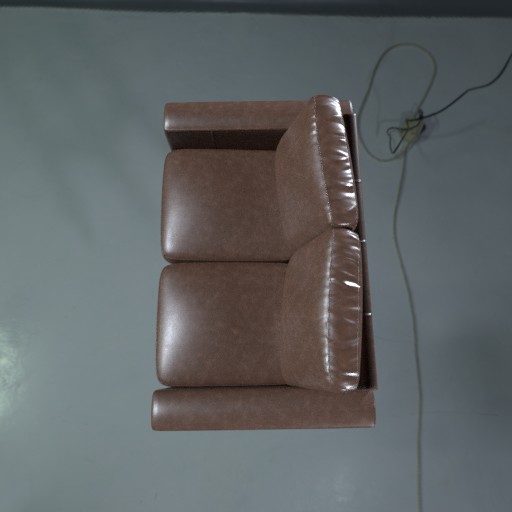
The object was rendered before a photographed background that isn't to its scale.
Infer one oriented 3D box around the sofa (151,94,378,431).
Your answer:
[{"bbox_3d":[0.000,0.000,2.229,1.016,0.873,1.616,-1,76,0],"label":"sofa"}]
